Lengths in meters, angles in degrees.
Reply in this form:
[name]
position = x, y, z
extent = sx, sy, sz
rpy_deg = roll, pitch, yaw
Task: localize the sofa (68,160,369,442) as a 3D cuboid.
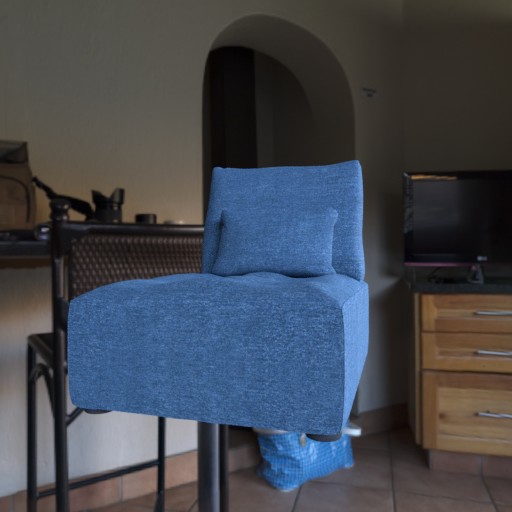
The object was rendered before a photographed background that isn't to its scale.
[sofa]
position = 0.000, 0.000, 1.512
extent = 0.700, 0.820, 1.000
rpy_deg = 0, -1, 17
